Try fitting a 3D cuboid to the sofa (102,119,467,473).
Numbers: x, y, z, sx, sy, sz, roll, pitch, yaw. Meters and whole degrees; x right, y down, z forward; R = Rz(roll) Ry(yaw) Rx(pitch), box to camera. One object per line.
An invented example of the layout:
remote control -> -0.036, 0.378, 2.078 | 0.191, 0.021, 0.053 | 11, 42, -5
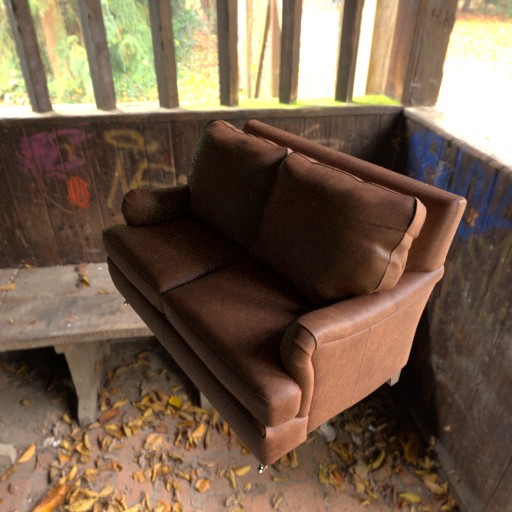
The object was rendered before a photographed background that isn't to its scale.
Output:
sofa -> 0.000, 0.000, 2.192 | 1.077, 1.004, 1.527 | -22, 39, -31
